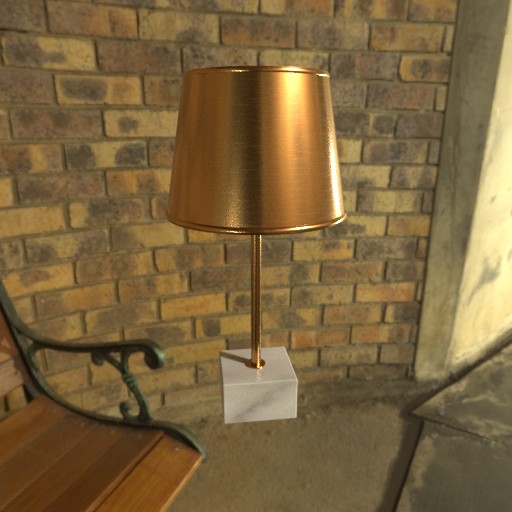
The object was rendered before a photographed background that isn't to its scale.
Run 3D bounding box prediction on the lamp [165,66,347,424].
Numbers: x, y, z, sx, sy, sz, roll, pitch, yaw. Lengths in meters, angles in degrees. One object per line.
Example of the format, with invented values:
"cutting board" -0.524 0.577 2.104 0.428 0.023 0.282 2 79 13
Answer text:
"lamp" 0.000 0.000 0.533 0.208 0.406 0.208 0 17 0
